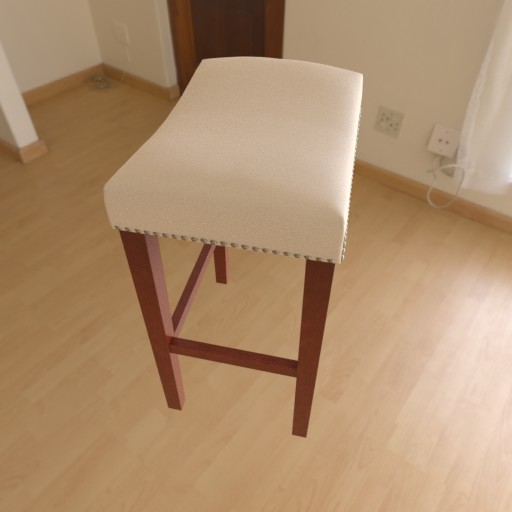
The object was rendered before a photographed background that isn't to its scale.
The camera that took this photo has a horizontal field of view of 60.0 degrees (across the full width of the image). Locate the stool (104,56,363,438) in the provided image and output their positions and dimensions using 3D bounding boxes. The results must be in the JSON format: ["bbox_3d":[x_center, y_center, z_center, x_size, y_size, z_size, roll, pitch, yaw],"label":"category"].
[{"bbox_3d":[0.000,0.000,1.036,0.372,0.742,0.504,9,46,9],"label":"stool"}]
